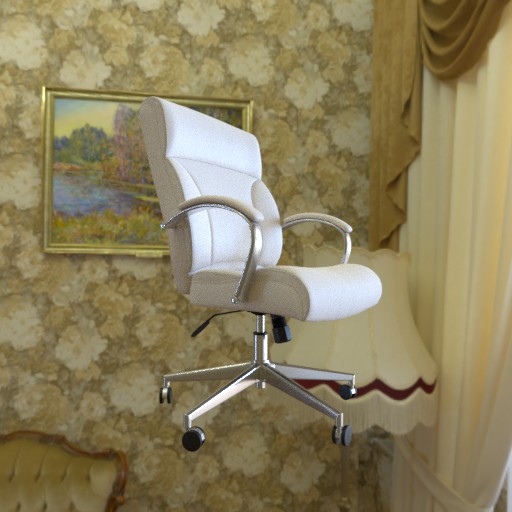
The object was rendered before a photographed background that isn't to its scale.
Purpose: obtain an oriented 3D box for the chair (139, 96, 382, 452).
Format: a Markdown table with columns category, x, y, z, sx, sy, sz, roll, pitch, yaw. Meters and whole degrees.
| category | x | y | z | sx | sy | sz | roll | pitch | yaw |
| --- | --- | --- | --- | --- | --- | --- | --- | --- | --- |
| chair | 0.000 | 0.000 | 1.547 | 0.745 | 1.099 | 0.727 | 0 | 0 | 35 |
